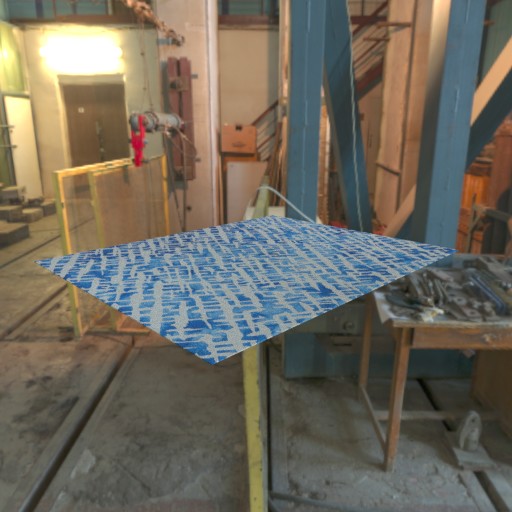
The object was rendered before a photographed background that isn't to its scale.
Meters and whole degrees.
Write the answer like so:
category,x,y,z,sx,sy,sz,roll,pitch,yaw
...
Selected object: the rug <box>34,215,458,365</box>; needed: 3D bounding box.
category,x,y,z,sx,sy,sz,roll,pitch,yaw
rug,0.000,0.000,4.017,3.007,0.007,2.435,-15,22,-42
